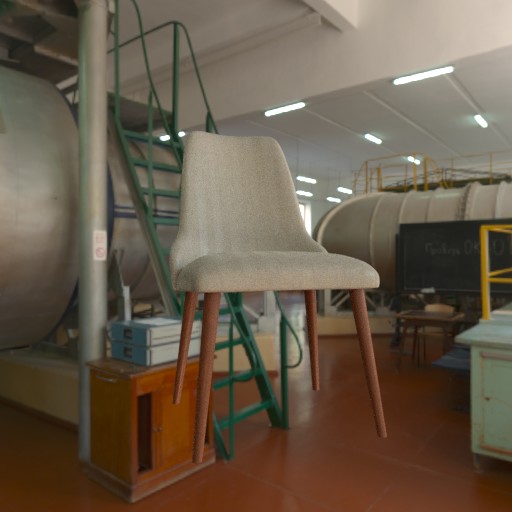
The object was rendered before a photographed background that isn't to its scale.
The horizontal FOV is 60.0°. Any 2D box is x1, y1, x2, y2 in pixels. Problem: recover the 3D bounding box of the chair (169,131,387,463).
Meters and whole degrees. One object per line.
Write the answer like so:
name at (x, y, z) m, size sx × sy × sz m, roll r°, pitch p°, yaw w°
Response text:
chair at (0.000, 0.000, 1.378) m, size 0.526 × 0.917 × 0.684 m, roll 0°, pitch 0°, yaw -17°
